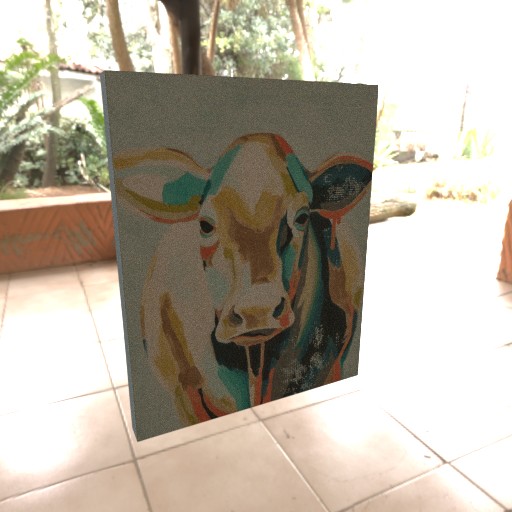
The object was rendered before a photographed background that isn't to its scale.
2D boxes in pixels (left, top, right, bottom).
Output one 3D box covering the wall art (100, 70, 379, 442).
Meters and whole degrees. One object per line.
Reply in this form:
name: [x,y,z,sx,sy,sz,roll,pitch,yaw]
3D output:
wall art: [0.000,0.000,0.685,0.409,0.509,0.037,-8,18,-25]
